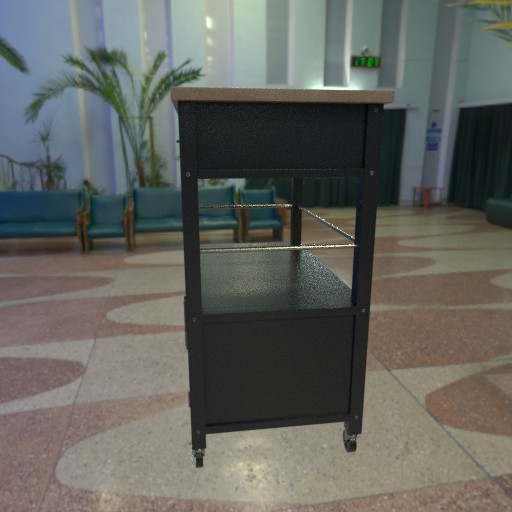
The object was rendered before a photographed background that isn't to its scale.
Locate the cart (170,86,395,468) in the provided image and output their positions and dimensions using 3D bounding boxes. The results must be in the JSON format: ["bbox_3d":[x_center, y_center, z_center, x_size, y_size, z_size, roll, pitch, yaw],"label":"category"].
[{"bbox_3d":[0.000,0.000,1.397,0.459,0.901,0.840,-2,14,-8],"label":"cart"}]
